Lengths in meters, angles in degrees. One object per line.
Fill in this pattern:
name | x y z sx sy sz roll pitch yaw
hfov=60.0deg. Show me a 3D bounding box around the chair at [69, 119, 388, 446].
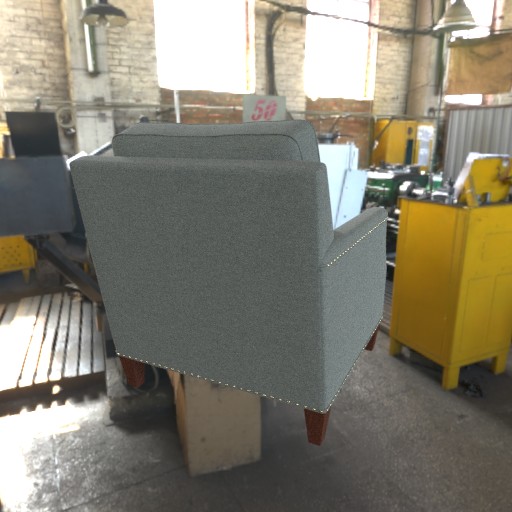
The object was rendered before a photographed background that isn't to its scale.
chair | 0.000 0.000 1.798 0.885 1.031 1.031 8 17 26
